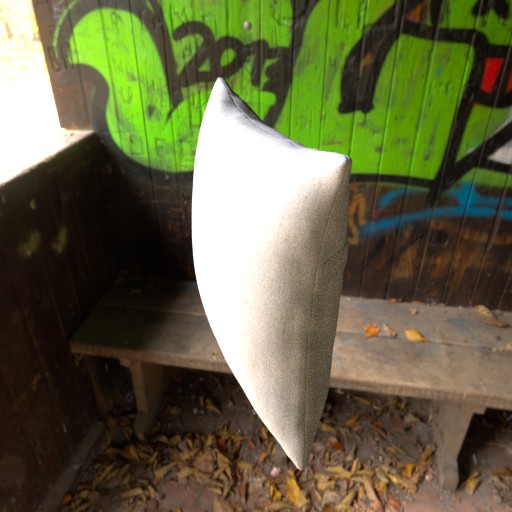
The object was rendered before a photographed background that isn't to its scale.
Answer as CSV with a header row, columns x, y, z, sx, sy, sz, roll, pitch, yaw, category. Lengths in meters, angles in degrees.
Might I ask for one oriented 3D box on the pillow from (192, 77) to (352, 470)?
x,y,z,sx,sy,sz,roll,pitch,yaw,category
0.000,0.000,0.662,0.173,0.436,0.433,-10,32,-16,pillow
